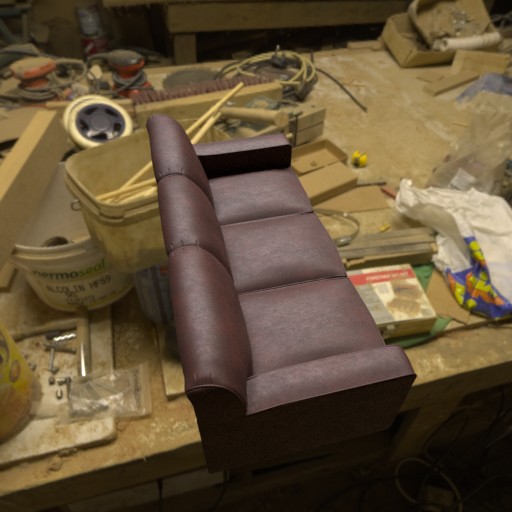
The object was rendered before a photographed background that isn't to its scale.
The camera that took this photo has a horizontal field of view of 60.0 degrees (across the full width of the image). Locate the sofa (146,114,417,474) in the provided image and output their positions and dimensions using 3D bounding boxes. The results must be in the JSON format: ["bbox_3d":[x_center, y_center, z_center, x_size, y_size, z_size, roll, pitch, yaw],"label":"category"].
[{"bbox_3d":[0.000,0.000,2.594,1.008,0.953,2.039,-10,47,-9],"label":"sofa"}]
